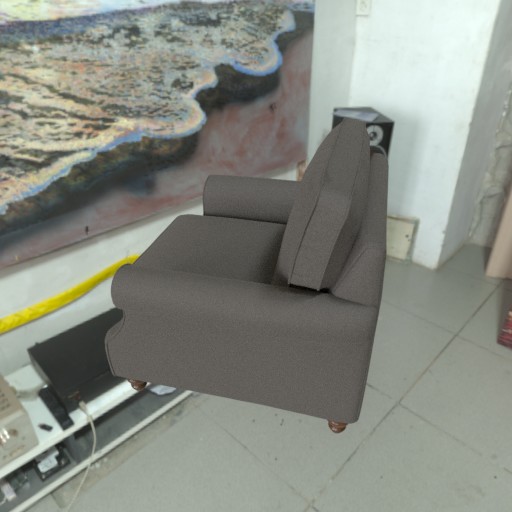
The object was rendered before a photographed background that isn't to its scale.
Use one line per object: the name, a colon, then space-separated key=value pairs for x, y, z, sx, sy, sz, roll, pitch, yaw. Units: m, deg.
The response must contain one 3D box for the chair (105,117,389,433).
chair: x=0.000 y=0.000 z=1.792 sx=0.966 sy=0.967 sz=1.029 roll=8 pitch=32 yaw=12
